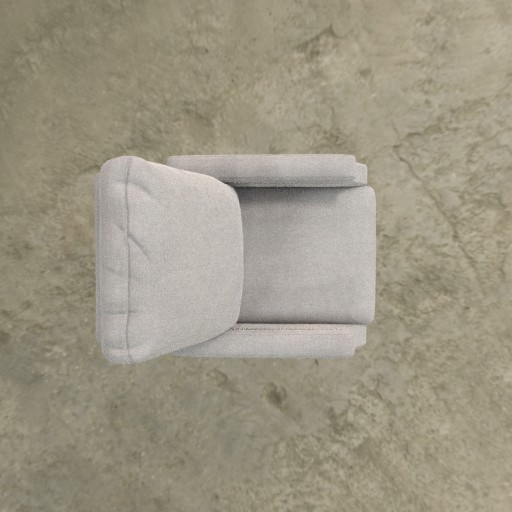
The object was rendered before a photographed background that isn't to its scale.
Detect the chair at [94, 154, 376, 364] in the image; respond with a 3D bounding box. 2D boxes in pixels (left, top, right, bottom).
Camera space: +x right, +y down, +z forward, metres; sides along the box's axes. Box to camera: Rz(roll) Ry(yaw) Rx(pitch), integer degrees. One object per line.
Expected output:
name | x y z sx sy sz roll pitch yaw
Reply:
chair | 0.000 0.000 1.638 0.922 1.049 0.710 0 92 1
